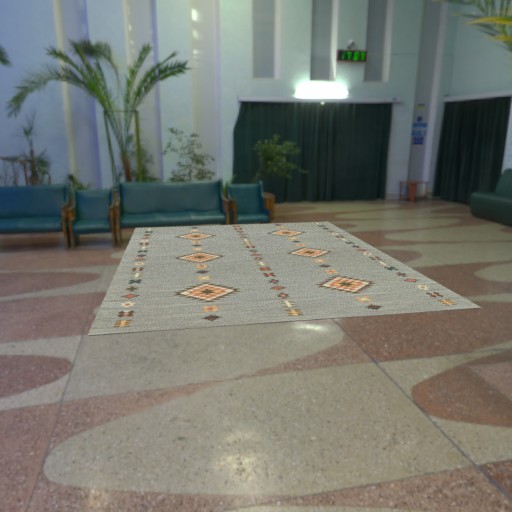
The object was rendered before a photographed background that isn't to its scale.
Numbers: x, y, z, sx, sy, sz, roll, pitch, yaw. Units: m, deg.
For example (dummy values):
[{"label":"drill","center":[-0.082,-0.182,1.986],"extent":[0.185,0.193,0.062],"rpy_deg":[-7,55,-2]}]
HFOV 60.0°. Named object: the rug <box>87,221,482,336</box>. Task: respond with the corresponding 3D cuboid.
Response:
[{"label":"rug","center":[0.000,0.000,4.097],"extent":[2.425,0.008,3.035],"rpy_deg":[-3,15,-10]}]
